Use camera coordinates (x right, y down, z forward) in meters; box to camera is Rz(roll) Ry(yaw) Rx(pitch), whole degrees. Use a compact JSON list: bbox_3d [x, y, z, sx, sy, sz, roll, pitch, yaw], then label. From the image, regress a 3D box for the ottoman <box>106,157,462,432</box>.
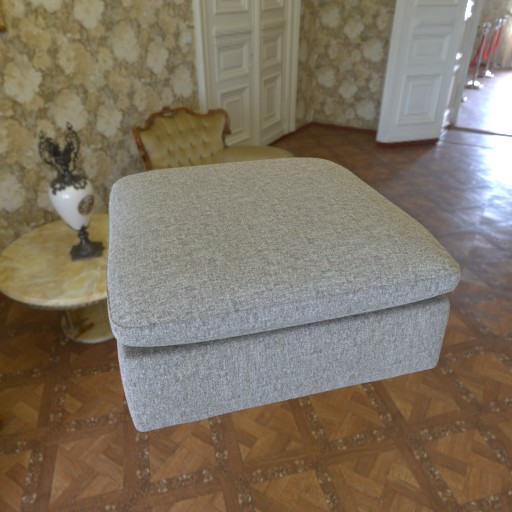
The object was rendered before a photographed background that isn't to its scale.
[{"bbox_3d":[0.000,0.000,1.662,1.035,0.526,1.039,-8,31,-13],"label":"ottoman"}]
